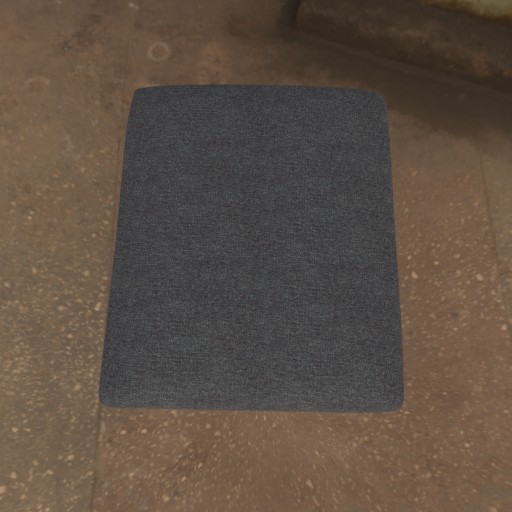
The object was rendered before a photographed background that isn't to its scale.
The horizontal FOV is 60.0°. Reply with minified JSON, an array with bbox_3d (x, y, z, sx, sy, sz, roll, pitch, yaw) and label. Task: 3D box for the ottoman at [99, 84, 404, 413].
[{"bbox_3d":[0.000,0.000,1.279,0.695,0.533,0.831,1,74,0],"label":"ottoman"}]
